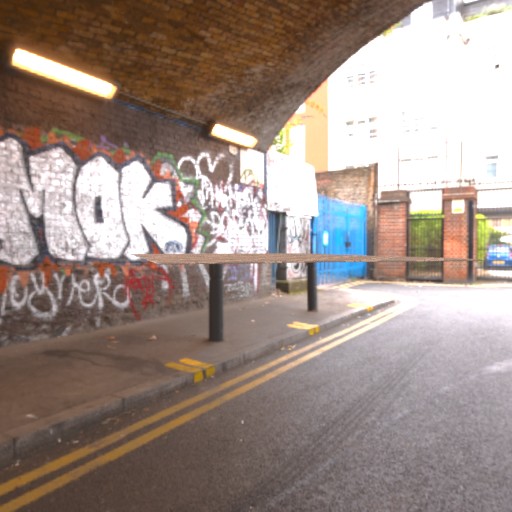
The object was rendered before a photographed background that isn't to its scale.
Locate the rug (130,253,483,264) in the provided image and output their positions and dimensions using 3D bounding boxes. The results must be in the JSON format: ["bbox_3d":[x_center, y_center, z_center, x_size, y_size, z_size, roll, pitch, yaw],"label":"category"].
[{"bbox_3d":[0.000,0.000,2.225,1.148,0.010,1.754,0,1,-18],"label":"rug"}]
